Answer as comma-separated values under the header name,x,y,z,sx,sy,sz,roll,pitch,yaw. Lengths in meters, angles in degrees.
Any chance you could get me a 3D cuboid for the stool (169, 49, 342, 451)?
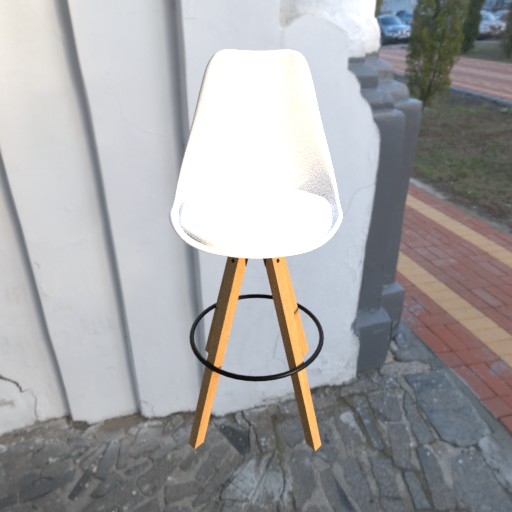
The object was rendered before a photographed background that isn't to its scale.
name,x,y,z,sx,sy,sz,roll,pitch,yaw
stool,0.000,0.000,1.356,0.482,1.115,0.549,0,29,1
